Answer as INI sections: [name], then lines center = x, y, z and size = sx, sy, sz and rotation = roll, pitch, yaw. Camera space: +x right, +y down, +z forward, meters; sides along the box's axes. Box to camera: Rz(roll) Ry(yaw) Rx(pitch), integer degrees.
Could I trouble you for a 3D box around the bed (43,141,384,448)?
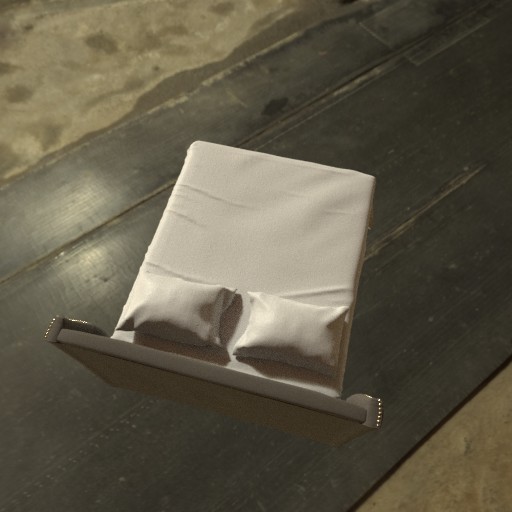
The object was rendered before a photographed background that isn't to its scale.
[bed]
center = 0.000, 0.000, 3.438
size = 1.925, 1.332, 2.276
rotation = 13, 64, 7
